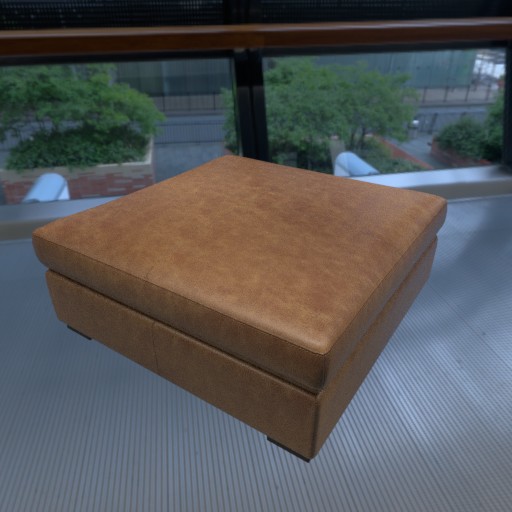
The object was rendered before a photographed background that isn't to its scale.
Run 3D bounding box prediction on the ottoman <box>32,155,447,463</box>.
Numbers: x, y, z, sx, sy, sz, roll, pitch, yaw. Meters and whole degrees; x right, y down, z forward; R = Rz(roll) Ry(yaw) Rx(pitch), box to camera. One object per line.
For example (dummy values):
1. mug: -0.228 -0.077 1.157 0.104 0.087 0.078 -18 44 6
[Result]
1. ottoman: 0.000 0.000 1.789 1.168 0.483 1.169 18 34 29
